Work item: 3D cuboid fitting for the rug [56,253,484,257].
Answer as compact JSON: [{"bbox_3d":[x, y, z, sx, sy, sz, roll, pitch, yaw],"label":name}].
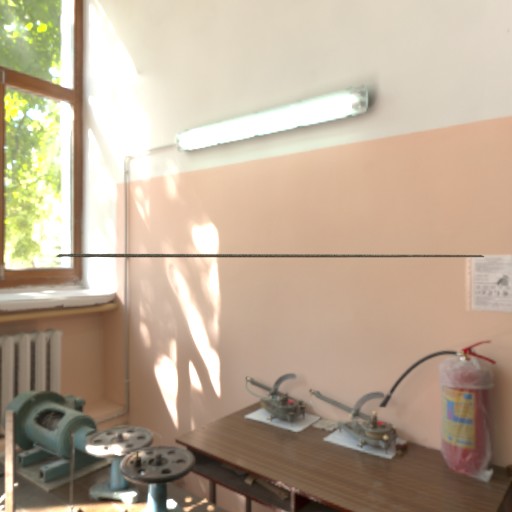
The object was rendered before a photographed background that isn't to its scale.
[{"bbox_3d":[0.000,0.000,4.016,3.063,0.024,2.158,0,0,-17],"label":"rug"}]
